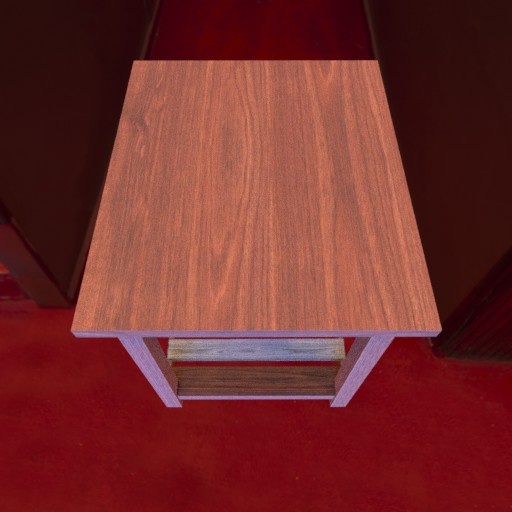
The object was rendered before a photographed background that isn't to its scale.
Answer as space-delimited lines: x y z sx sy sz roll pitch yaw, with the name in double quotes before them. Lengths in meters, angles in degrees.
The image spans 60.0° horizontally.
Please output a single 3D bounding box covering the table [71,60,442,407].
"table" 0.000 0.000 1.111 0.559 0.635 0.660 0 58 0
